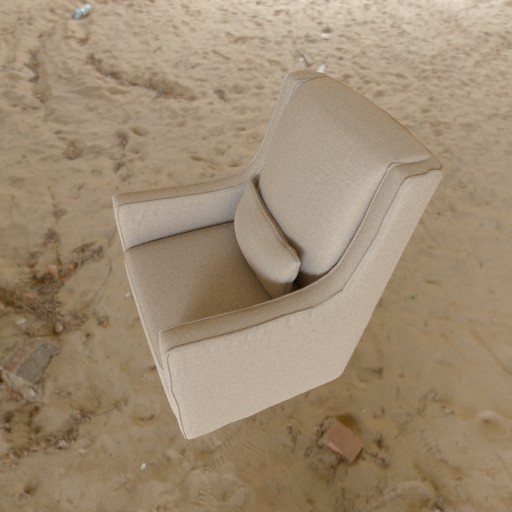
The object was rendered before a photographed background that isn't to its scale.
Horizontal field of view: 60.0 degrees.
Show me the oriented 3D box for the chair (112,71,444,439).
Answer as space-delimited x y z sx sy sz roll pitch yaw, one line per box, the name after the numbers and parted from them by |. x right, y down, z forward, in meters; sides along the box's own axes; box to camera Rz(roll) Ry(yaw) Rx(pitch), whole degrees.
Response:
0.000 0.000 1.574 0.879 0.993 0.732 -17 48 -16 | chair
